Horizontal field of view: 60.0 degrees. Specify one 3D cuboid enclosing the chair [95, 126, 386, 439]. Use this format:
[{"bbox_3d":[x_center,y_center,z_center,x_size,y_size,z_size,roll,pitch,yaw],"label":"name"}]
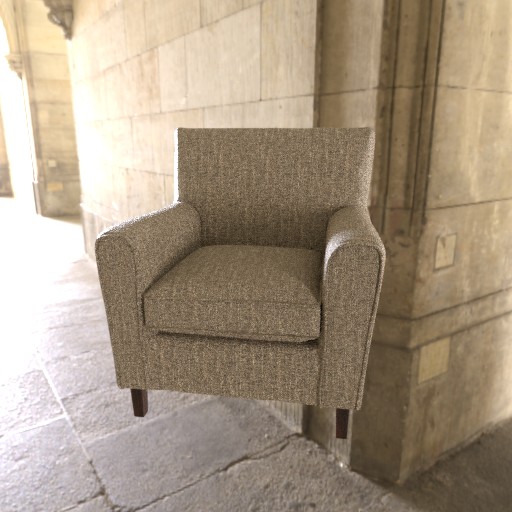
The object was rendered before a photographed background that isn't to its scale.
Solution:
[{"bbox_3d":[0.000,0.000,1.628,0.864,0.928,0.873,2,15,9],"label":"chair"}]
